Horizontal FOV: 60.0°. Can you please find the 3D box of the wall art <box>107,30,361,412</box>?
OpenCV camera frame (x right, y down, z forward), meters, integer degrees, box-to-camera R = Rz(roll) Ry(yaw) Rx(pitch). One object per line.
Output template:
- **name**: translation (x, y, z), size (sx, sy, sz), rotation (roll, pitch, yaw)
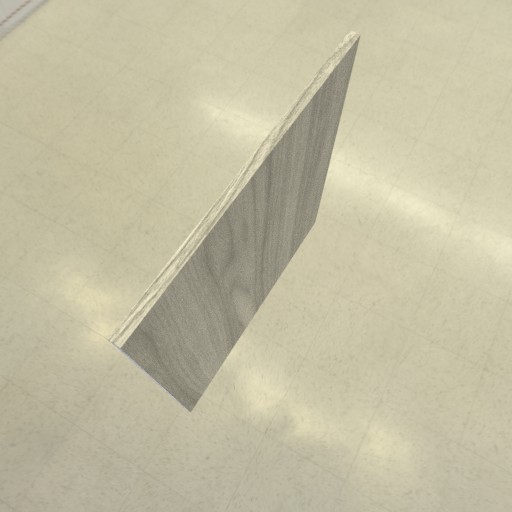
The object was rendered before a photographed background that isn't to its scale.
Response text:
- **wall art**: translation (0.000, 0.000, 0.738), size (0.016, 0.507, 0.508), rotation (29, 68, 13)
